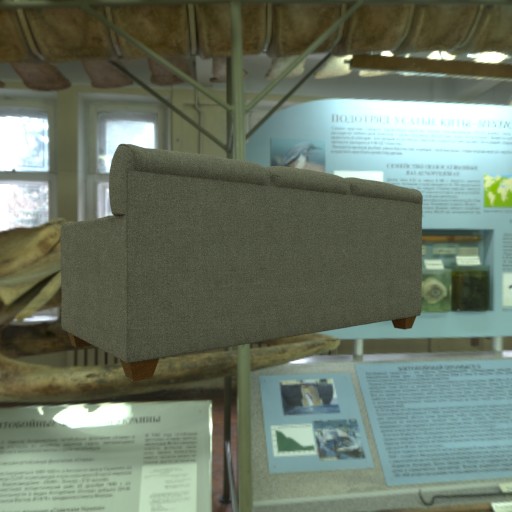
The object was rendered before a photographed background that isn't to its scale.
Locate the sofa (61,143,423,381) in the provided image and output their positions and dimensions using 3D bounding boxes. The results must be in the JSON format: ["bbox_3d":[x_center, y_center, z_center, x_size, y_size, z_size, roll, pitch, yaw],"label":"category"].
[{"bbox_3d":[0.000,0.000,2.661,2.024,0.958,0.997,-1,1,-38],"label":"sofa"}]
